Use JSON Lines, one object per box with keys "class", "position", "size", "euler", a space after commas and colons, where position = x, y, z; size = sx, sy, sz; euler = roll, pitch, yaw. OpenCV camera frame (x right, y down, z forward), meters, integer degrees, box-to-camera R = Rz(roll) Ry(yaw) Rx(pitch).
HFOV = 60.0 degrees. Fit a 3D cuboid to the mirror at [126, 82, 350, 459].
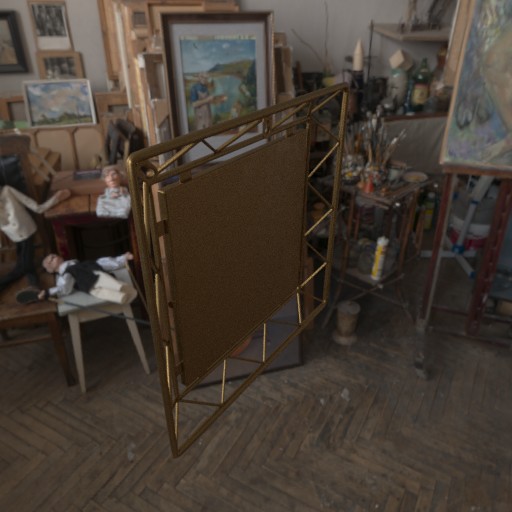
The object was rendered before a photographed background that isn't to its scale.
{"class": "mirror", "position": [0.000, 0.000, 0.627], "size": [0.046, 0.414, 0.416], "euler": [21, 37, 30]}
